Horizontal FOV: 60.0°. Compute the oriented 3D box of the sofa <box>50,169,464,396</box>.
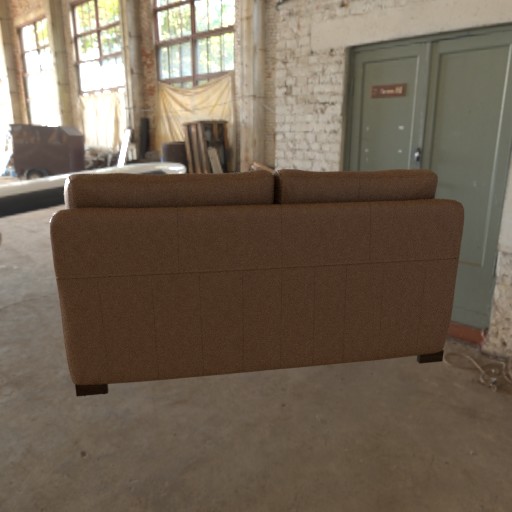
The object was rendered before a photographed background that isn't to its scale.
[{"bbox_3d":[0.000,0.000,2.430,1.855,0.980,0.962,-3,15,-10],"label":"sofa"}]
